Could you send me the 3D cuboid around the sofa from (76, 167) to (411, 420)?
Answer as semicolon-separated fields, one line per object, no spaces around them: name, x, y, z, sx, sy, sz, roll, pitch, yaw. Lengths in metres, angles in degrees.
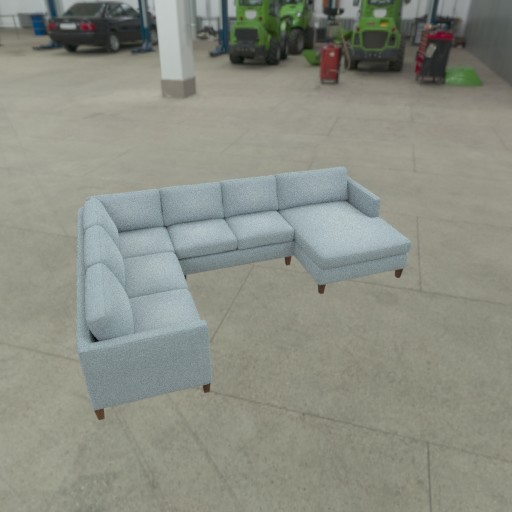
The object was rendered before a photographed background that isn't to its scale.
sofa;0.000;0.000;4.562;3.403;0.889;2.551;-10;32;-16
